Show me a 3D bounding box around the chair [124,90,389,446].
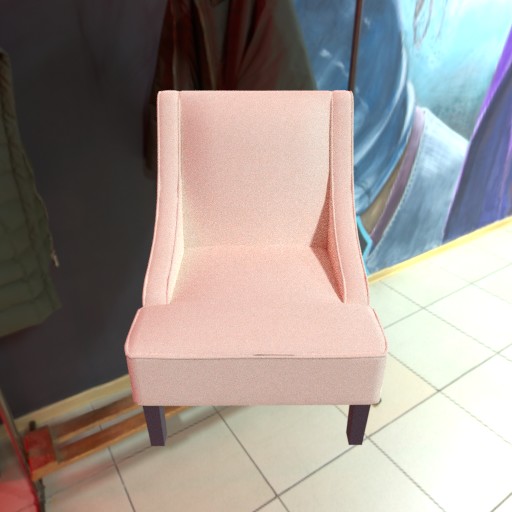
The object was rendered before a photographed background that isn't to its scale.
[{"bbox_3d":[0.000,0.000,1.425,0.689,0.886,0.806,0,30,0],"label":"chair"}]
